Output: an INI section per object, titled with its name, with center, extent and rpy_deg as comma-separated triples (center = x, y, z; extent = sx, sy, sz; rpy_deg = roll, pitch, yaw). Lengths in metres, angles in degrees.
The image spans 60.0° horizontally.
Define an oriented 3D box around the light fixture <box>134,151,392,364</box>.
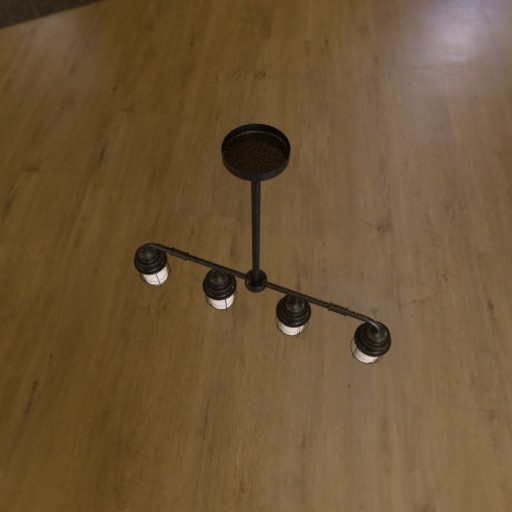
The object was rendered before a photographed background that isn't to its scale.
[light fixture]
center = 0.000, 0.000, 1.171
extent = 0.852, 0.785, 0.131
rpy_deg = 19, 60, 11
